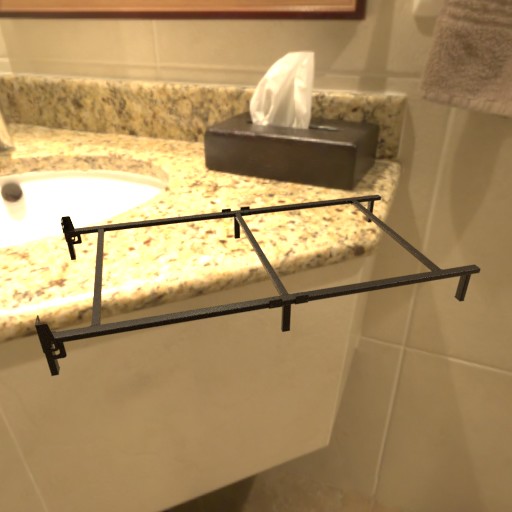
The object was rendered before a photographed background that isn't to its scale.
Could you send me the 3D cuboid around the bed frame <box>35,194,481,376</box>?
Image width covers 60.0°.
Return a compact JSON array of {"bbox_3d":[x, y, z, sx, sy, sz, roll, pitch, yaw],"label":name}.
[{"bbox_3d":[0.000,0.000,2.257,1.897,0.248,0.968,-8,31,-13],"label":"bed frame"}]
